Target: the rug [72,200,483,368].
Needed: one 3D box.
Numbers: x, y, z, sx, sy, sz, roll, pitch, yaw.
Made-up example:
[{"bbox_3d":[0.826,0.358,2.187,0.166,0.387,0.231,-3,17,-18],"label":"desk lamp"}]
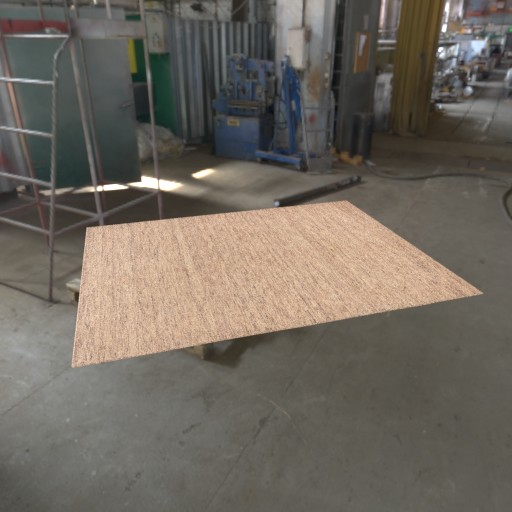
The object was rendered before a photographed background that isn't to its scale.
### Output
[{"bbox_3d":[0.000,0.000,4.307,3.205,0.013,2.448,-8,27,-15],"label":"rug"}]
